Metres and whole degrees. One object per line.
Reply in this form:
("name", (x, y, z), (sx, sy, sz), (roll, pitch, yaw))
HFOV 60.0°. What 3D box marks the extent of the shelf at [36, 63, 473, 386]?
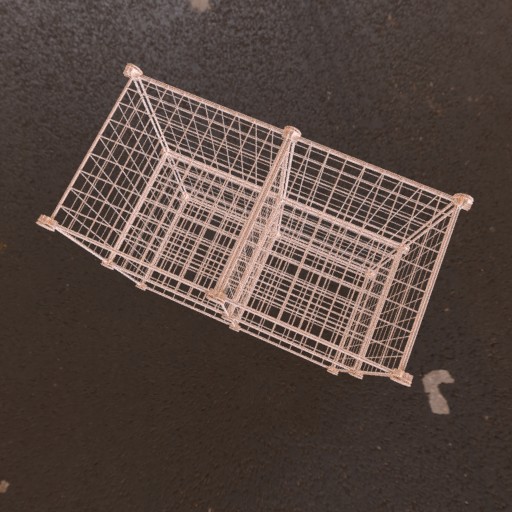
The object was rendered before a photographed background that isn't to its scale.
("shelf", (0.000, 0.000, 1.137), (0.711, 0.711, 0.356), (23, 78, 5))
